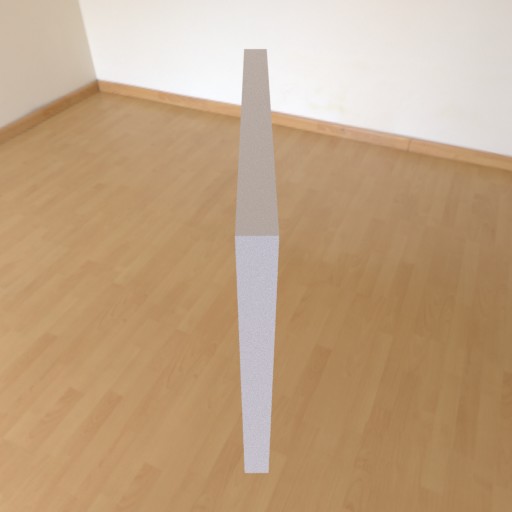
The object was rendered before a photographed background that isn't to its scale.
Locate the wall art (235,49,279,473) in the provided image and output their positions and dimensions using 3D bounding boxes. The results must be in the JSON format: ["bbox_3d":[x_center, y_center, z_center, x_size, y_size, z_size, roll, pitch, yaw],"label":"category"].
[{"bbox_3d":[0.000,0.000,0.524,0.027,0.355,0.355,0,42,0],"label":"wall art"}]
